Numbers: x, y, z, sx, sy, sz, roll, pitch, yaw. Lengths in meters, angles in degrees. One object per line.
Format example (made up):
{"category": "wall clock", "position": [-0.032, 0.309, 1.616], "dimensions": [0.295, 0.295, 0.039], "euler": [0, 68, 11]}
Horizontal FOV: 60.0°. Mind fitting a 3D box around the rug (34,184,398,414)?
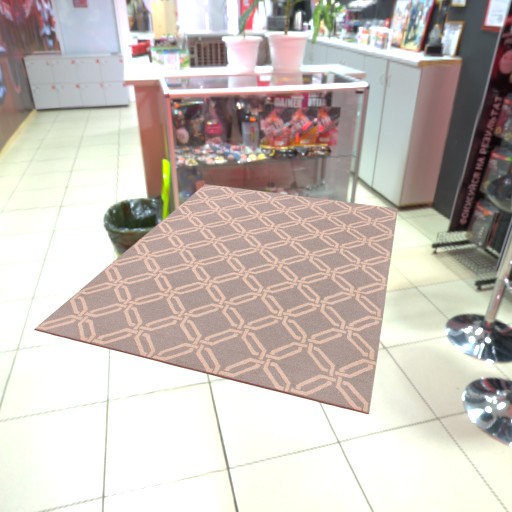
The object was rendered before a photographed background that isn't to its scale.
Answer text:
{"category": "rug", "position": [0.000, 0.000, 3.948], "dimensions": [2.288, 0.018, 2.895], "euler": [10, 32, 16]}
